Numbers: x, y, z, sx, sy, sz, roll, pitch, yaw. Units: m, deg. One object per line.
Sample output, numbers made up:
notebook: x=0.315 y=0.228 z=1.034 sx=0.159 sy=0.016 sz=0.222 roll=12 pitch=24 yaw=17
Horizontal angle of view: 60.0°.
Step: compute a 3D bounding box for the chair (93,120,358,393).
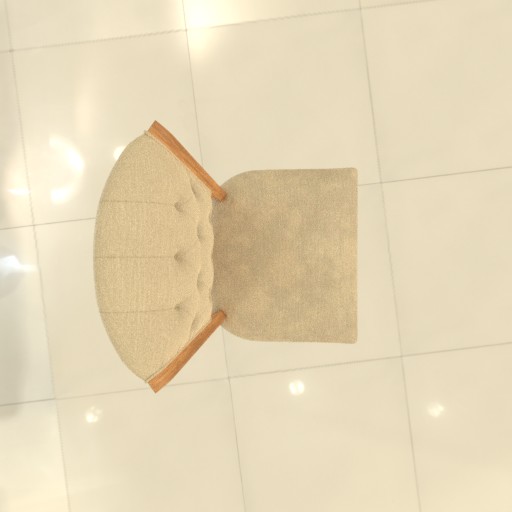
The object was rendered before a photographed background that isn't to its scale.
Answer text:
chair: x=0.000 y=0.000 z=1.216 sx=0.584 sy=0.905 sz=0.513 roll=0 pitch=90 yaw=0
